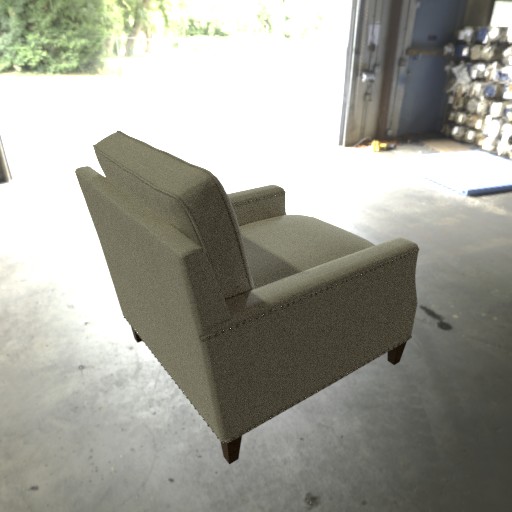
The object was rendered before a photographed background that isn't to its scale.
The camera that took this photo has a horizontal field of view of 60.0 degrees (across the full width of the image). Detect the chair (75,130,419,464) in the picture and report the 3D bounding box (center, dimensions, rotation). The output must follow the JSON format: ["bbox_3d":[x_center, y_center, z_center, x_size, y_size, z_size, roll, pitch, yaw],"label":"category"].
[{"bbox_3d":[0.000,0.000,1.703,1.014,0.943,0.853,-18,32,-31],"label":"chair"}]
